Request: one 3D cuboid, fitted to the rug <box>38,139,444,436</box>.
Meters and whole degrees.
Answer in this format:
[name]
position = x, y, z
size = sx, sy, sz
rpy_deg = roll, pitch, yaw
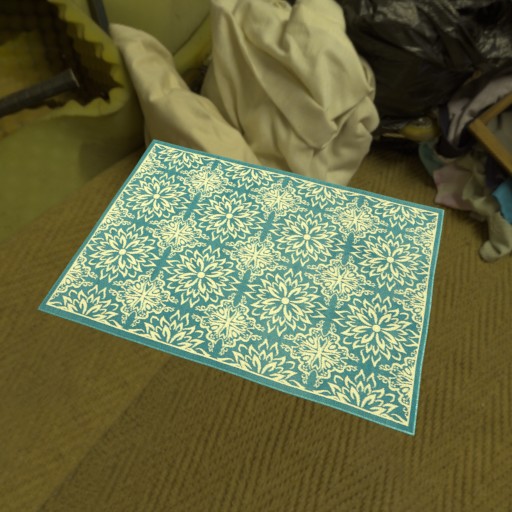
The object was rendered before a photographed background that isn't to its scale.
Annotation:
[rug]
position = 0.000, 0.000, 2.832
size = 2.205, 0.012, 1.554
rpy_deg = 16, 58, 10
